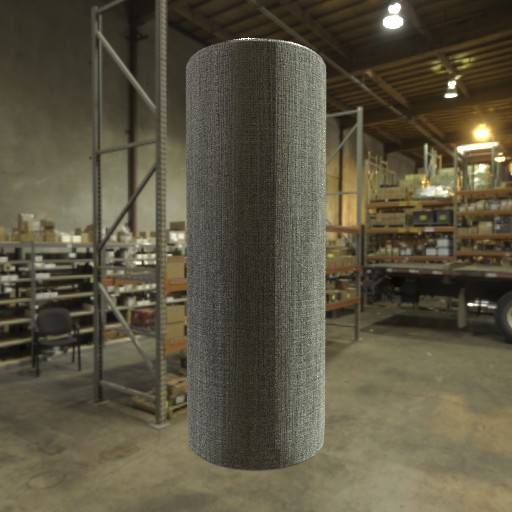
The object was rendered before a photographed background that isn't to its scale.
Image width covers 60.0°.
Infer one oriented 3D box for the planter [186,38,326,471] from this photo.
[{"bbox_3d":[0.000,0.000,0.323,0.100,0.270,0.100,1,2,35],"label":"planter"}]
